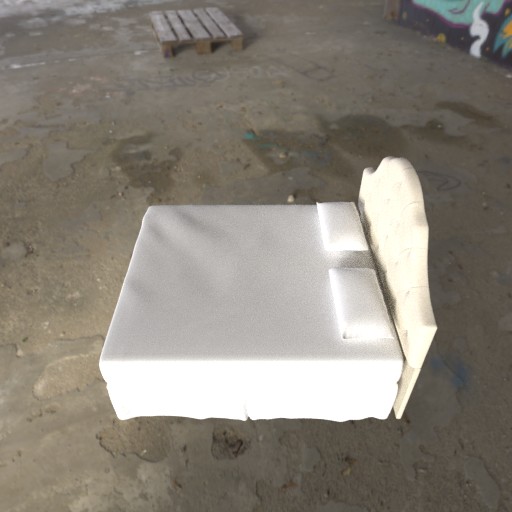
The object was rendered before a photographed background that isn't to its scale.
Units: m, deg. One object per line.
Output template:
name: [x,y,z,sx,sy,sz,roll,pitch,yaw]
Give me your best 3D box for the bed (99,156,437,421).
bed: [0.000,0.000,3.606,2.214,1.615,2.008,0,41,0]
